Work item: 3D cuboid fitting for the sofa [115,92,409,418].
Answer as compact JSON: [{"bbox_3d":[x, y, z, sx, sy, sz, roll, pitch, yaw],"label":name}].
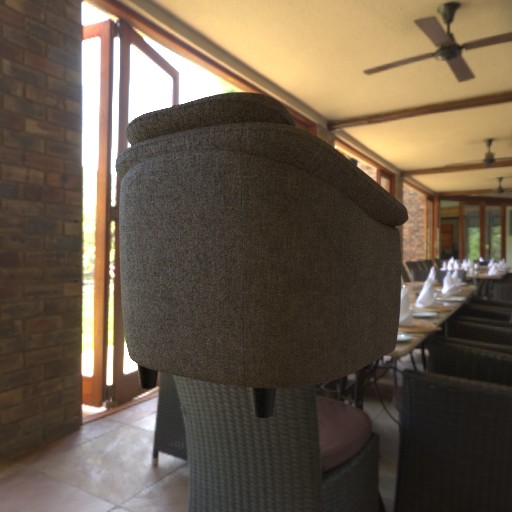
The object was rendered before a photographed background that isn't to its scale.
[{"bbox_3d":[0.000,0.000,1.479,0.870,0.811,0.794,0,0,35],"label":"sofa"}]
